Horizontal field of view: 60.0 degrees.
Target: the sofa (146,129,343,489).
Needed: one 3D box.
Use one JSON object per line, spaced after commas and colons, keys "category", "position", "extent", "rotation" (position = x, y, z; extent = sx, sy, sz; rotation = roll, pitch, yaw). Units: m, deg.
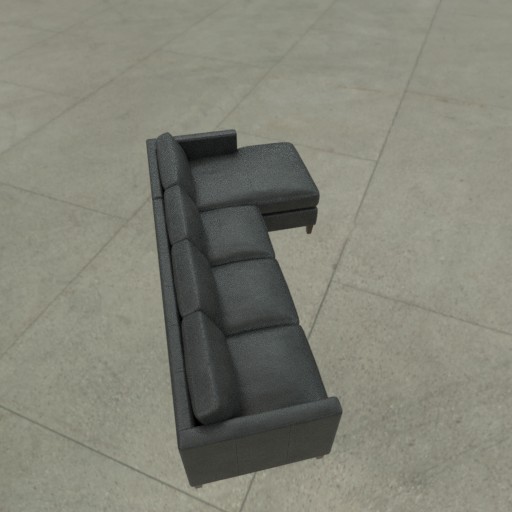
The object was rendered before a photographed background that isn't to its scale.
{"category": "sofa", "position": [0.000, 0.000, 3.770], "extent": [1.581, 0.883, 3.203], "rotation": [-9, 46, -9]}
